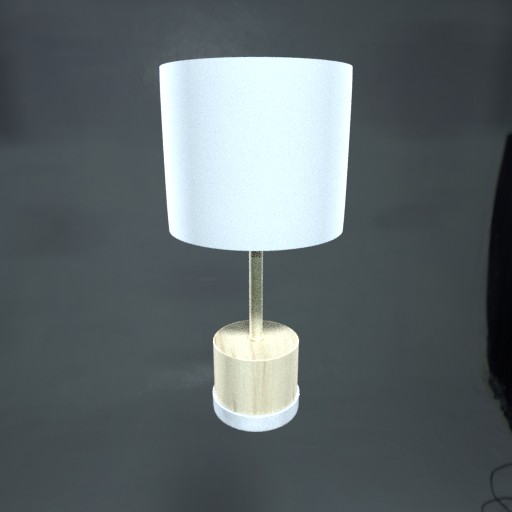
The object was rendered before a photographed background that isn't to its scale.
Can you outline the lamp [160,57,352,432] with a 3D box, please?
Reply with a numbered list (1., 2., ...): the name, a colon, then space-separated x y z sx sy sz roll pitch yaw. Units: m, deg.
1. lamp: 0.000 0.000 0.602 0.229 0.470 0.229 -2 18 -7
